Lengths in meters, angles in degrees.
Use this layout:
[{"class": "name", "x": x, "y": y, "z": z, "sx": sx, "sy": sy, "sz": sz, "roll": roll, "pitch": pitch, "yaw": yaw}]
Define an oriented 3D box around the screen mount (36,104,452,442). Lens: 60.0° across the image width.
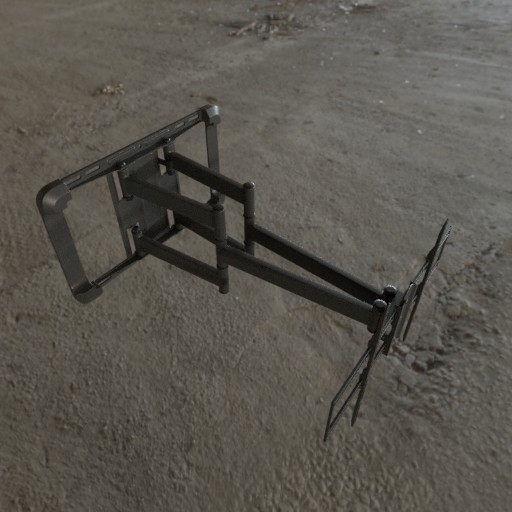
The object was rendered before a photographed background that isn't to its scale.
[{"class": "screen mount", "x": 0.000, "y": 0.000, "z": 1.319, "sx": 0.905, "sy": 0.483, "sz": 0.725, "roll": 26, "pitch": 48, "yaw": 26}]
